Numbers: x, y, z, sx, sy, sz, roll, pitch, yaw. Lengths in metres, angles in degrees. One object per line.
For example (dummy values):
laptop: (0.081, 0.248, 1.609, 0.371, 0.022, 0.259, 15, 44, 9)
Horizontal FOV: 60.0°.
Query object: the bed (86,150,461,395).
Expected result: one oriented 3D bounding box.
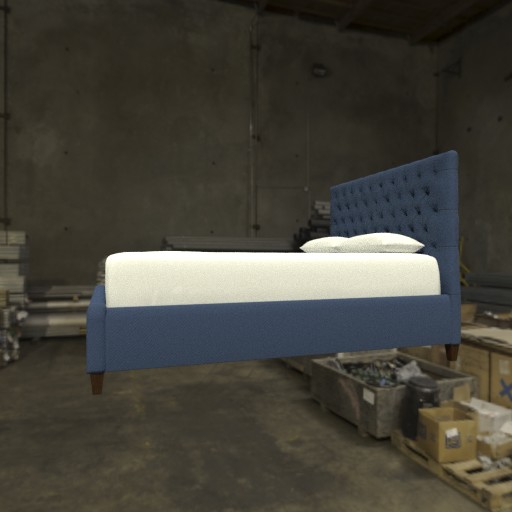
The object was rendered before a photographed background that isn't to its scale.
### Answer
bed: (0.000, 0.000, 3.418, 2.387, 1.427, 1.706, 0, 0, -19)
